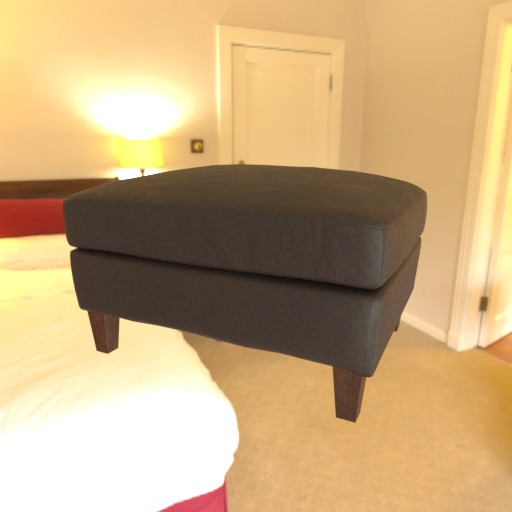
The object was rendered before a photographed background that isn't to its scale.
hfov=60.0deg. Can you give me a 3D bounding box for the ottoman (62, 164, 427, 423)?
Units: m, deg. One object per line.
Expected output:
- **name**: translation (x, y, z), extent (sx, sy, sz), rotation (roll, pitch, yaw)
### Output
- **ottoman**: translation (0.000, 0.000, 1.305), extent (0.887, 0.529, 0.659), rotation (7, 16, 26)
